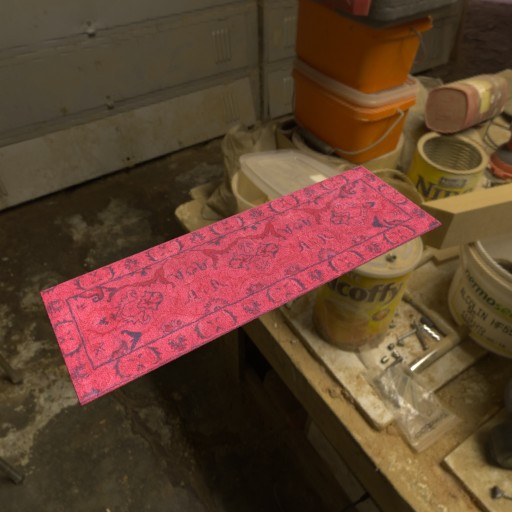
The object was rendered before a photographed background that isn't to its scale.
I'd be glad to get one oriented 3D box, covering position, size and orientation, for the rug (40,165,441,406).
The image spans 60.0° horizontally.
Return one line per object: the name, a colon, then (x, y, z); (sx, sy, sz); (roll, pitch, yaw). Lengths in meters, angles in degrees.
rug: (0.000, 0.000, 2.771); (2.439, 0.018, 0.813); (-24, 50, -22)
